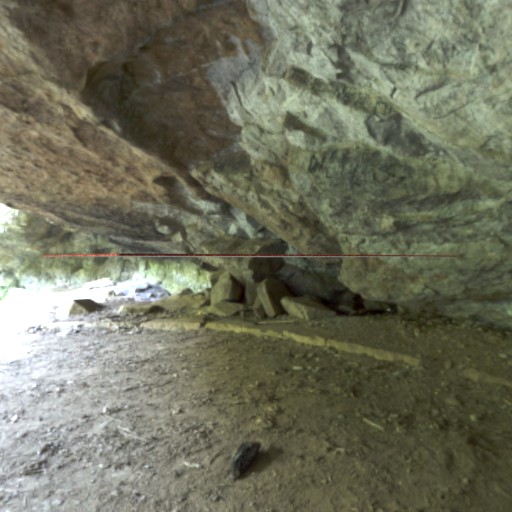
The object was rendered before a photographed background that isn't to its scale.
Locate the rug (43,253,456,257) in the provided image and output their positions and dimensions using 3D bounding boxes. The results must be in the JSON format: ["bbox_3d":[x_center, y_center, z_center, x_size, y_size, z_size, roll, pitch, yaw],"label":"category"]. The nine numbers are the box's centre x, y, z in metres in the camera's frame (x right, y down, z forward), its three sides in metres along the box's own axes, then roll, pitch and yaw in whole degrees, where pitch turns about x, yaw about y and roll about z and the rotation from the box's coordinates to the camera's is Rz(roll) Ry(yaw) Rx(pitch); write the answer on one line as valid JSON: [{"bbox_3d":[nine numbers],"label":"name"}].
[{"bbox_3d":[0.000,0.000,3.076,2.442,0.010,1.531,0,0,-36],"label":"rug"}]
